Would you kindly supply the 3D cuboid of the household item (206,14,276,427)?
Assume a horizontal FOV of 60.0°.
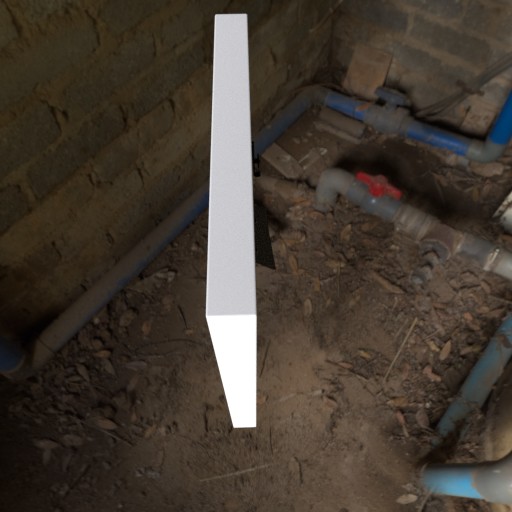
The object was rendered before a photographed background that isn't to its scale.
[{"bbox_3d":[0.000,0.000,0.330,0.045,0.250,0.200,-1,60,-1],"label":"household item"}]
